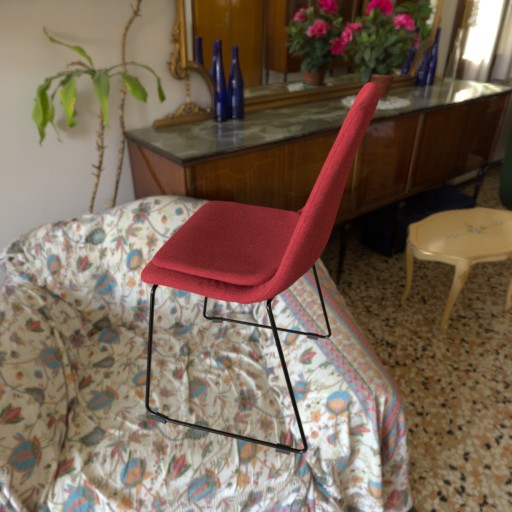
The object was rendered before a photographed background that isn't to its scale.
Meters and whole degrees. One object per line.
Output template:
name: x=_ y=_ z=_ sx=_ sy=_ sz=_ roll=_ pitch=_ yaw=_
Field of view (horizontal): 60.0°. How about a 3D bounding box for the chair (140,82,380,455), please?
chair: x=0.000 y=0.000 z=1.155 sx=0.518 sy=0.858 sz=0.479 roll=8 pitch=31 yaw=14
